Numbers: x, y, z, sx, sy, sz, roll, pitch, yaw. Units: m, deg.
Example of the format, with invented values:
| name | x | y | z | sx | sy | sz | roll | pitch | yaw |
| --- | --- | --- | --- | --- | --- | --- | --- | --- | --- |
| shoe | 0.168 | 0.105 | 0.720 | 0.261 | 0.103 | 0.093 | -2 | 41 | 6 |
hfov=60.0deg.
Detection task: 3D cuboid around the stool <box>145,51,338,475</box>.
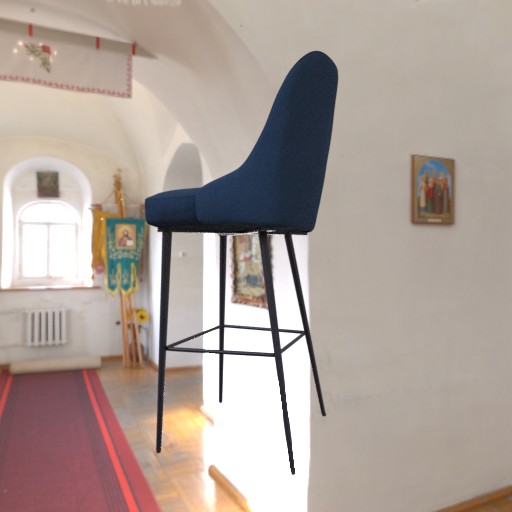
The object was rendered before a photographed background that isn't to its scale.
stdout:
| name | x | y | z | sx | sy | sz | roll | pitch | yaw |
| --- | --- | --- | --- | --- | --- | --- | --- | --- | --- |
| stool | 0.000 | 0.000 | 1.351 | 0.489 | 1.079 | 0.527 | 0 | 1 | 19 |
